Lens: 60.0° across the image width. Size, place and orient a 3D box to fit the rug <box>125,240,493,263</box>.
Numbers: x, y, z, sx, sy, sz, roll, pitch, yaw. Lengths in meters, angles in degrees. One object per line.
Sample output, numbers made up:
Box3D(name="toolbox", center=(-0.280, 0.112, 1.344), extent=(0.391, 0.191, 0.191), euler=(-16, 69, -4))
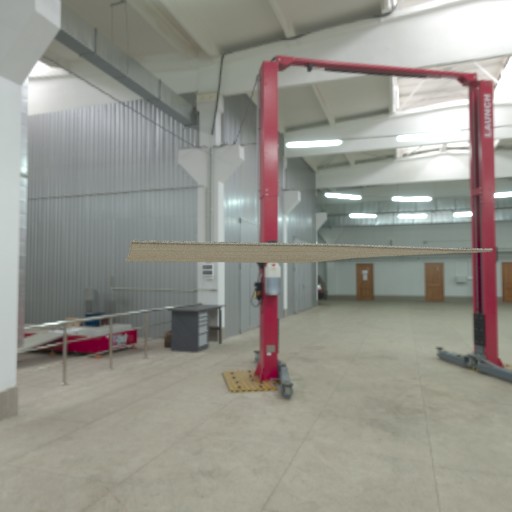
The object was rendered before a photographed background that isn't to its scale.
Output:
Box3D(name="rug", center=(0.000, 0.000, 2.891), extent=(1.624, 0.030, 2.264), euler=(1, -3, -17))
